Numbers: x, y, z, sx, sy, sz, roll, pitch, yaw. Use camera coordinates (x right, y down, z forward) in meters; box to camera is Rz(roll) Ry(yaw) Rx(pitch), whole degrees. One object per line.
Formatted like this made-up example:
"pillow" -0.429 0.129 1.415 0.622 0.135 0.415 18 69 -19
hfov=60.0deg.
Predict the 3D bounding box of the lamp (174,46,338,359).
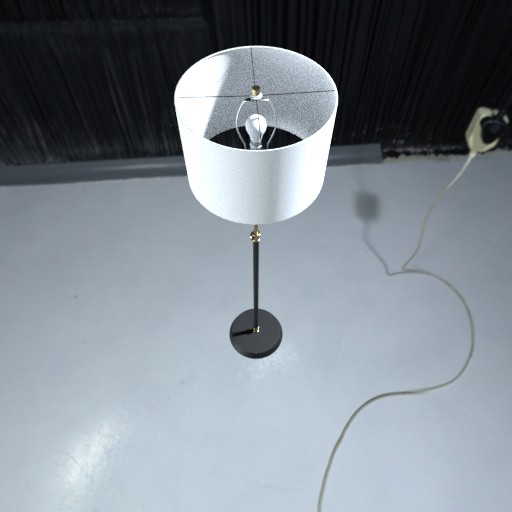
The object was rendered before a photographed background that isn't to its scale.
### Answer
"lamp" 0.000 0.000 1.722 0.404 1.517 0.404 -3 57 -2
